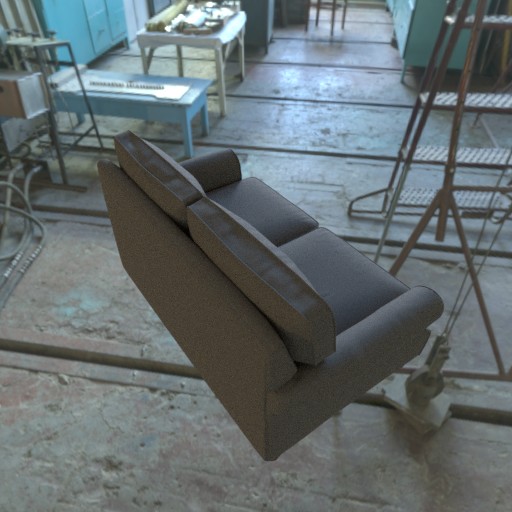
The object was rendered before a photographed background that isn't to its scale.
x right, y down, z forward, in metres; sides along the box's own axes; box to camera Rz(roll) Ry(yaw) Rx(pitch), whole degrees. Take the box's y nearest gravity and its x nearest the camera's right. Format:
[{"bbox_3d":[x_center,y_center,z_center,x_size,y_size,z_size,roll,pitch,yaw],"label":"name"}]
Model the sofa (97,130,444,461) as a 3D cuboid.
[{"bbox_3d":[0.000,0.000,2.209,0.964,0.937,1.665,-25,47,-26],"label":"sofa"}]
